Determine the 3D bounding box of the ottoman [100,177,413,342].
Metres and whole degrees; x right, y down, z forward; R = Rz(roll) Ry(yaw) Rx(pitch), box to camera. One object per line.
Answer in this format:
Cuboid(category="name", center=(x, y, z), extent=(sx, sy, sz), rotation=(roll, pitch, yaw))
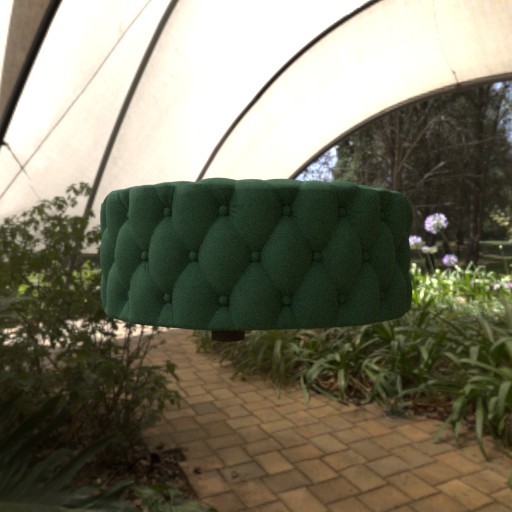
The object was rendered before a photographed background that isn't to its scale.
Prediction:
Cuboid(category="ottoman", center=(0.000, 0.000, 1.488), extent=(0.998, 0.399, 0.998), rotation=(0, 1, 0))
